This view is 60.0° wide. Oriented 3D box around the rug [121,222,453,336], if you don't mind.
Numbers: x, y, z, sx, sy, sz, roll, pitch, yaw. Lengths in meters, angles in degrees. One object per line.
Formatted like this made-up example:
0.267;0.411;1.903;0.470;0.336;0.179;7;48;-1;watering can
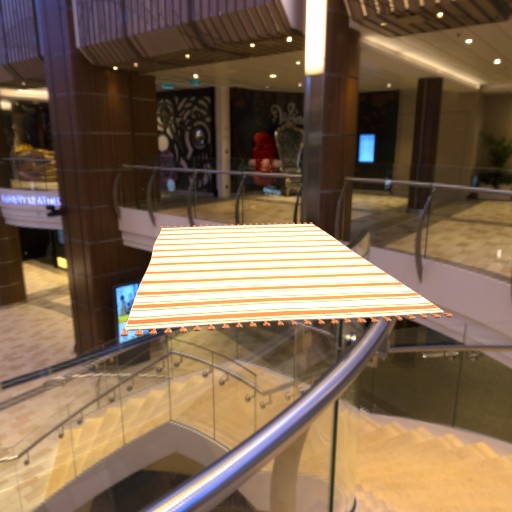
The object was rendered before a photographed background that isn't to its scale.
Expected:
0.000;0.000;2.599;1.232;0.017;2.092;-2;14;-8;rug
